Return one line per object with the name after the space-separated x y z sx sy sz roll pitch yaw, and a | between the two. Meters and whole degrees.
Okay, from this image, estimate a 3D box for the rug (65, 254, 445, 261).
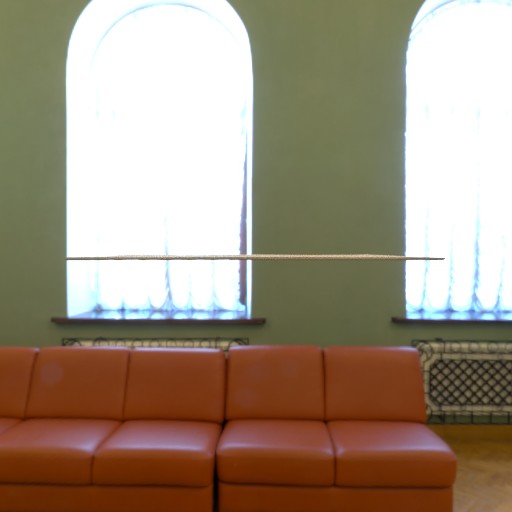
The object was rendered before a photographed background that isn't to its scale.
0.000 0.000 3.025 1.609 0.030 2.342 0 0 0 | rug
